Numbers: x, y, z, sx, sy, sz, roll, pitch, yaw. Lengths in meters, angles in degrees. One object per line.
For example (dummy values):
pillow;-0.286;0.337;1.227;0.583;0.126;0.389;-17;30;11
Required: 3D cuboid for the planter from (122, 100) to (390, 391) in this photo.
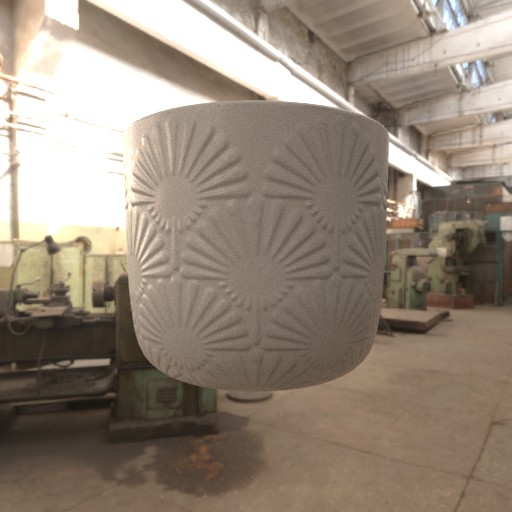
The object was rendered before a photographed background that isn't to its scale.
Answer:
planter;0.000;0.000;0.215;0.124;0.109;0.124;0;0;0
